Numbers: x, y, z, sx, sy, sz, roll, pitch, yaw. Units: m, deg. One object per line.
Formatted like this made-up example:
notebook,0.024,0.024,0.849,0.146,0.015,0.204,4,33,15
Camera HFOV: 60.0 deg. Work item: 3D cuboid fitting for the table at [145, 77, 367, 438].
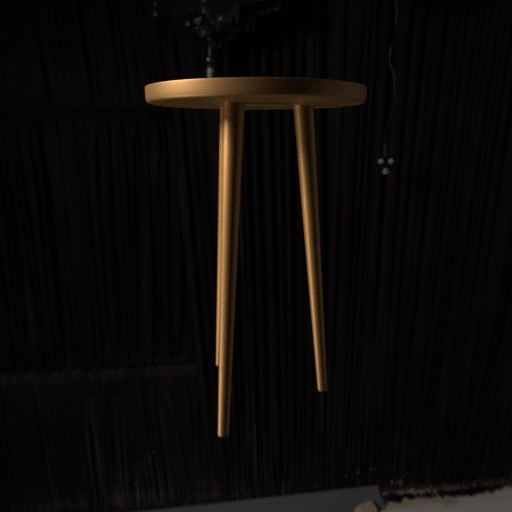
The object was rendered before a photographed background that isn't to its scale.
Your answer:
table,0.000,0.000,0.679,0.299,0.480,0.299,-2,16,-8
